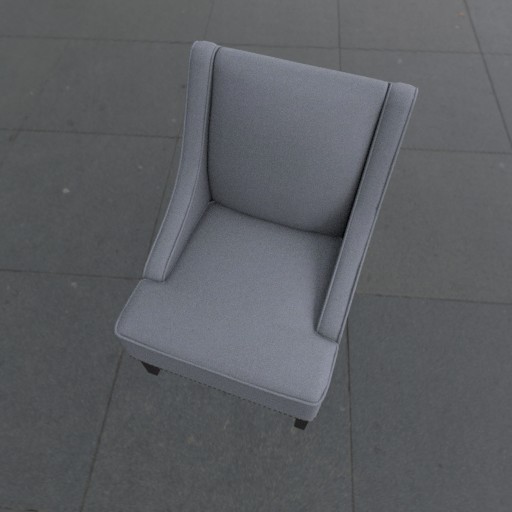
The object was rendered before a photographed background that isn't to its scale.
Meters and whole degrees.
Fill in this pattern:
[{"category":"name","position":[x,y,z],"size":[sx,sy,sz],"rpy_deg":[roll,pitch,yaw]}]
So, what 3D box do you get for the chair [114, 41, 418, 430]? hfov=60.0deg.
[{"category":"chair","position":[0.000,0.000,1.356],"size":[0.631,0.867,0.747],"rpy_deg":[17,59,11]}]
